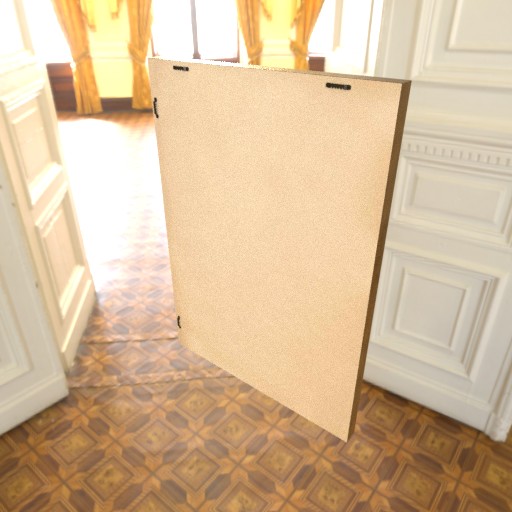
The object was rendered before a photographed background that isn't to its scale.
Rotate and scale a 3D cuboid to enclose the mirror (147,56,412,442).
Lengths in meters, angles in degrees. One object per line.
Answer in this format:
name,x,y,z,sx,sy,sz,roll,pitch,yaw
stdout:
mirror,0.000,0.000,0.900,0.508,0.711,0.039,21,36,32
